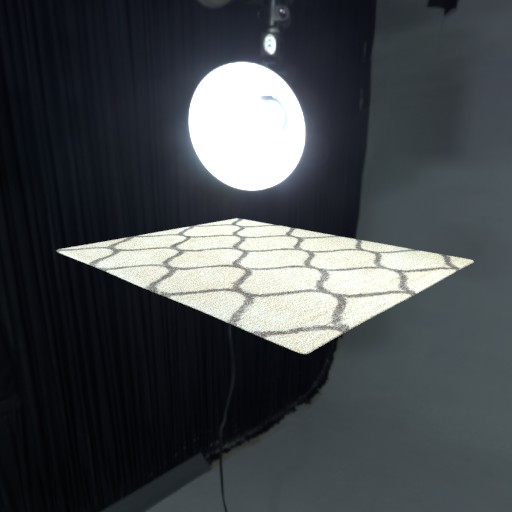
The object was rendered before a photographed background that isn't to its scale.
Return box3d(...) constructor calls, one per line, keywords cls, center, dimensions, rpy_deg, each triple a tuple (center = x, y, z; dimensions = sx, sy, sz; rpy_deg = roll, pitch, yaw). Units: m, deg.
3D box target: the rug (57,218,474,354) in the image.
box3d(cls="rug", center=(0.000, 0.000, 4.043), dimensions=(3.000, 0.026, 2.399), rpy_deg=(14, 20, 42))
